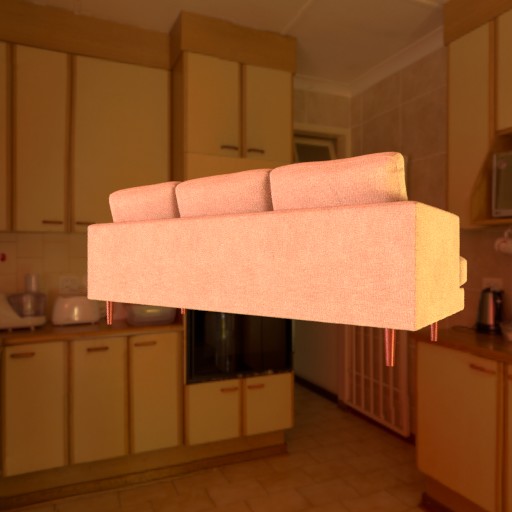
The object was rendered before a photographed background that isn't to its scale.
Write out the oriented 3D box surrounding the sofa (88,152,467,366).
[{"bbox_3d":[0.000,0.000,2.741,2.246,0.930,0.903,0,0,36],"label":"sofa"}]
